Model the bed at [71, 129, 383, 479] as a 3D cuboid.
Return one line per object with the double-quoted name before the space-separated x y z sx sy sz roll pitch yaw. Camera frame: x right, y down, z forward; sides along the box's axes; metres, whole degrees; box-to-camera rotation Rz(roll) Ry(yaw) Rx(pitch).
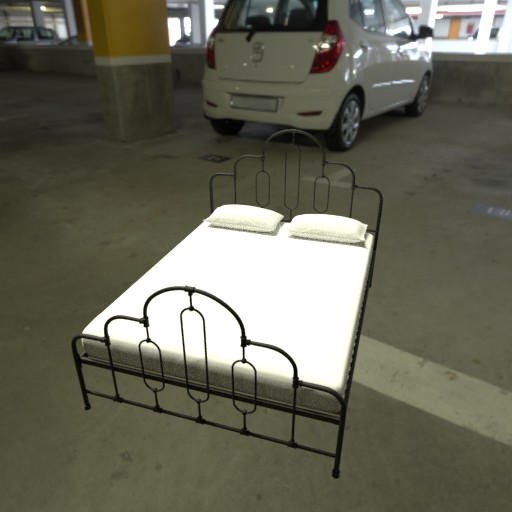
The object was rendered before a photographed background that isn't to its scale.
"bed" 0.000 0.000 3.225 1.640 1.429 2.163 8 28 16
